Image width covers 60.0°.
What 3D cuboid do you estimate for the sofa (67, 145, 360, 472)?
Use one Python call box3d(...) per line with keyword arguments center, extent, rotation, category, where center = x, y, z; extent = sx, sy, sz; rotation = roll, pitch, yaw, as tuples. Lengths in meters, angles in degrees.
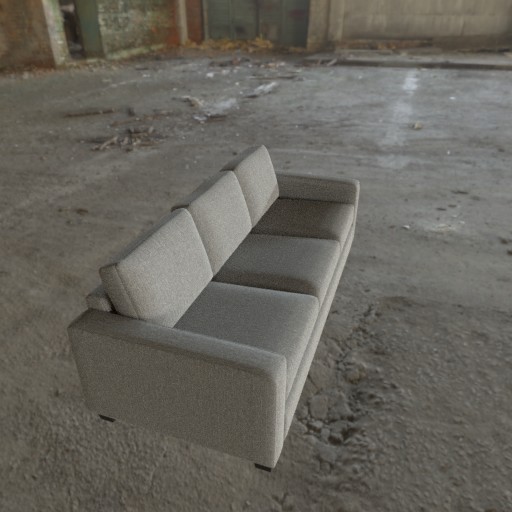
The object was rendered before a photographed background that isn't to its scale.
box3d(center=(0.000, 0.000, 2.580), extent=(0.900, 0.800, 2.120), rotation=(10, 31, 17), category="sofa")
